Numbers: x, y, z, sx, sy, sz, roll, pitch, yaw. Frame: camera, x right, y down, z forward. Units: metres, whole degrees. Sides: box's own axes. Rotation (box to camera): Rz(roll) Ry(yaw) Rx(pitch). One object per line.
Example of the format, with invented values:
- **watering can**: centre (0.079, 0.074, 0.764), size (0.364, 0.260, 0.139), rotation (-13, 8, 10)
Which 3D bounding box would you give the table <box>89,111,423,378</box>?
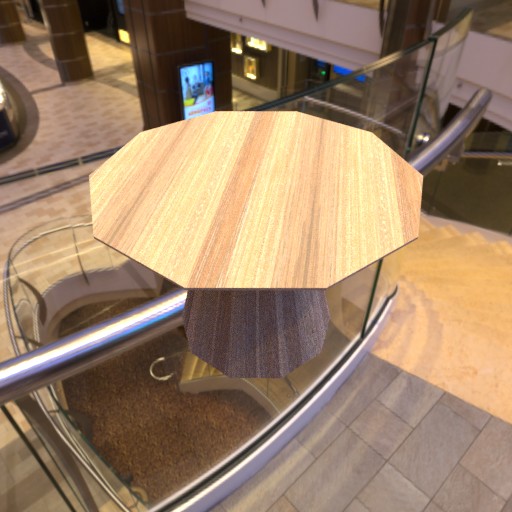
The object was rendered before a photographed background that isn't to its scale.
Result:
- **table**: centre (0.000, 0.000, 1.819), size (1.186, 0.752, 1.186), rotation (0, 41, 0)
